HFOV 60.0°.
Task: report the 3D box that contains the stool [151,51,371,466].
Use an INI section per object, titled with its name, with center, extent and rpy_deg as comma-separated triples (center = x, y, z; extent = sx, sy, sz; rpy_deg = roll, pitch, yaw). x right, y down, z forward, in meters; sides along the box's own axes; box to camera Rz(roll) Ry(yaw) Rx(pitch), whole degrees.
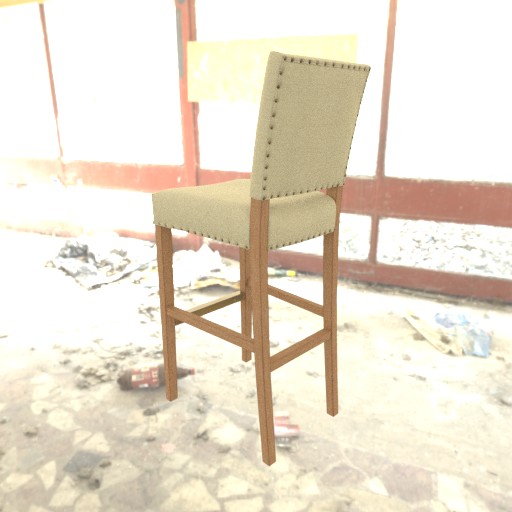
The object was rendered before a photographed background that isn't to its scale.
[stool]
center = 0.000, 0.000, 1.436
extent = 0.428, 1.143, 0.546
rpy_deg = -17, 24, -42
